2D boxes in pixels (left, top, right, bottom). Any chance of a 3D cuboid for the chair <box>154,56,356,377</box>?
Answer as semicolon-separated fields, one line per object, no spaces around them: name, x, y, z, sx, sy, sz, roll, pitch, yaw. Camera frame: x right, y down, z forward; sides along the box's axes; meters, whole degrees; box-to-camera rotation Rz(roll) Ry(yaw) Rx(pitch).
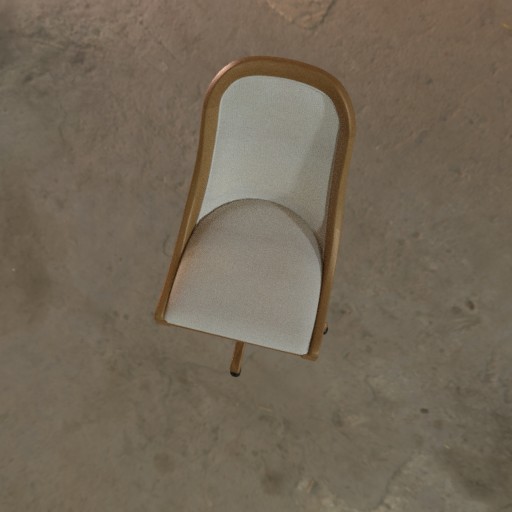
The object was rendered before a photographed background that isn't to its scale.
chair;0.000;0.000;1.524;0.702;1.009;0.811;13;74;4
